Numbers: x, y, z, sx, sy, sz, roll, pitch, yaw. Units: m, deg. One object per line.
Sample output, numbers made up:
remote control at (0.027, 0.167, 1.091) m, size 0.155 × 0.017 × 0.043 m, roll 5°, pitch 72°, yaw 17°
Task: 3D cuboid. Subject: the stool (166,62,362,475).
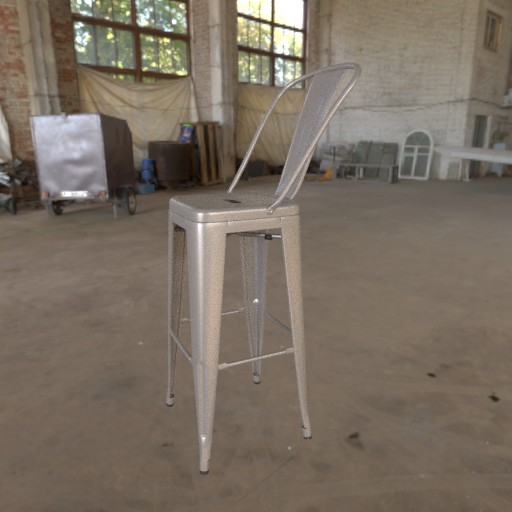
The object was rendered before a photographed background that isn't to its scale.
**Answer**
stool at (0.000, 0.000, 1.334) m, size 0.513 × 1.096 × 0.399 m, roll -7°, pitch 17°, yaw -25°
